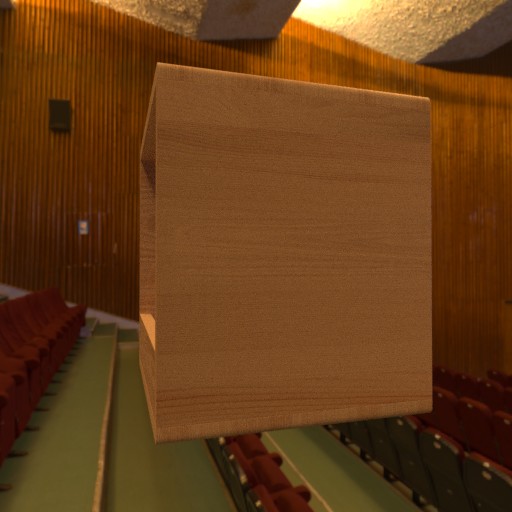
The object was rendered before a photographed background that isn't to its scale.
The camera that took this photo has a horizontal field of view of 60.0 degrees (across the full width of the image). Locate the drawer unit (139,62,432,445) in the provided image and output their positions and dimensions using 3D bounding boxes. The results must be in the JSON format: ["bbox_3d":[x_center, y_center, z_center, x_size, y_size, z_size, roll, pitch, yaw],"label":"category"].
[{"bbox_3d":[0.000,0.000,0.600,0.290,0.344,0.344,0,-1,-17],"label":"drawer unit"}]
